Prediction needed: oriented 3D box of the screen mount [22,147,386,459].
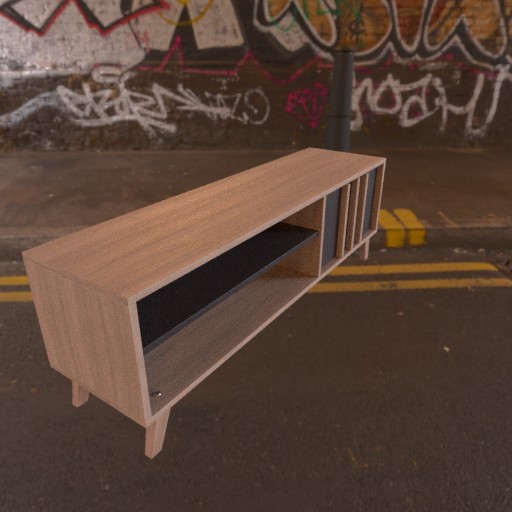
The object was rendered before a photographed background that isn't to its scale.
[{"bbox_3d":[0.000,0.000,1.678,0.401,0.509,1.500,17,30,31],"label":"screen mount"}]
